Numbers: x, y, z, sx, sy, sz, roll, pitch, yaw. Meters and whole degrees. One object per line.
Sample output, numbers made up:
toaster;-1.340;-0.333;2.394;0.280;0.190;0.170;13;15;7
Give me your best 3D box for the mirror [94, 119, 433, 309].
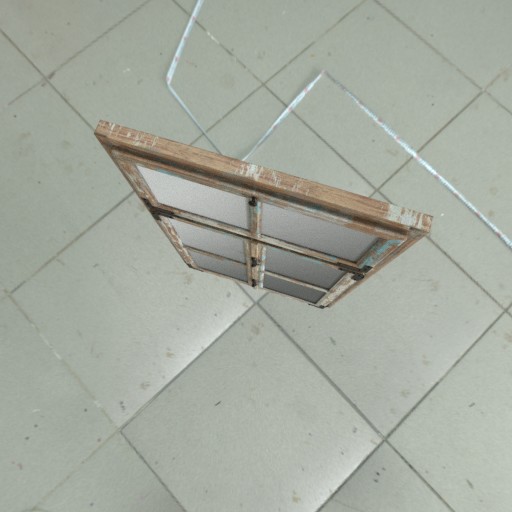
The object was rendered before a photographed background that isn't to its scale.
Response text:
mirror;0.000;0.000;1.479;0.707;1.213;0.083;17;77;4
